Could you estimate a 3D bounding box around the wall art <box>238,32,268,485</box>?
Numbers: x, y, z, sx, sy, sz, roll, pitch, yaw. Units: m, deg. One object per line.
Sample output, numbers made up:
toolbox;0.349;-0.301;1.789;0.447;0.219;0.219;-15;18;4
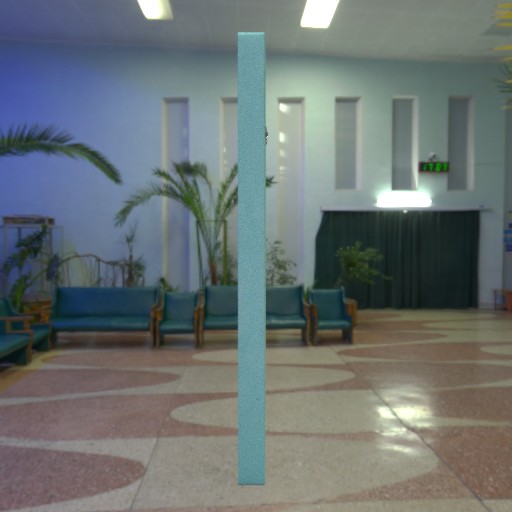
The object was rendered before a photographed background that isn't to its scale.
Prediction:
wall art;0.000;0.000;1.128;0.054;0.766;0.765;0;2;1
